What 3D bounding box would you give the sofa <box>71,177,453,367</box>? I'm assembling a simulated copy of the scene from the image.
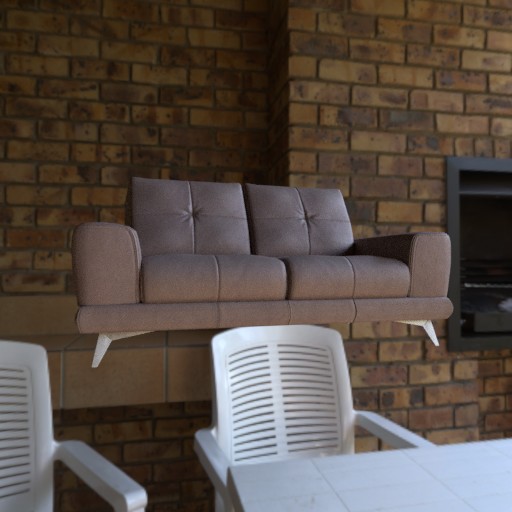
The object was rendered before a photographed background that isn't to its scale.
[{"bbox_3d":[0.000,0.000,2.425,1.806,0.907,1.018,0,-1,-17],"label":"sofa"}]
